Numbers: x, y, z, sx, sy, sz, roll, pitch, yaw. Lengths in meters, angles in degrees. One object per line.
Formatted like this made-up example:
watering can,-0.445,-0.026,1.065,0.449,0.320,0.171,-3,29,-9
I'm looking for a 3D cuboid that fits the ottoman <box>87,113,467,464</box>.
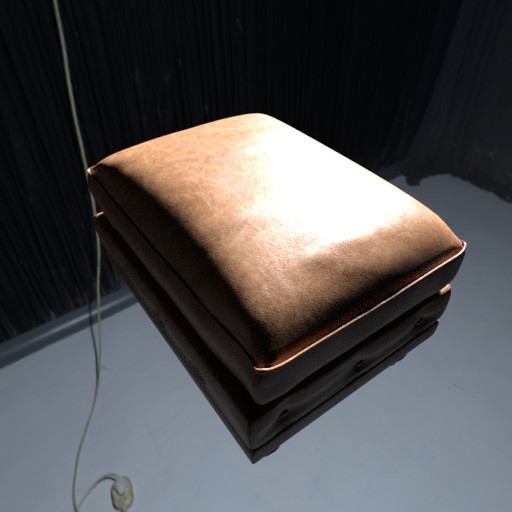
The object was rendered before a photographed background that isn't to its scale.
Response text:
ottoman,0.000,0.000,1.044,0.533,0.480,0.710,-25,47,-26
